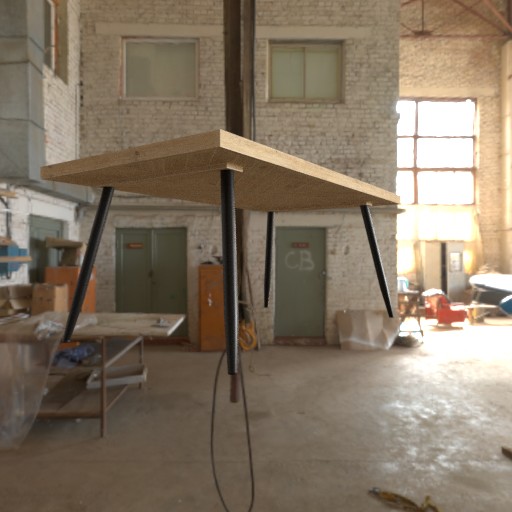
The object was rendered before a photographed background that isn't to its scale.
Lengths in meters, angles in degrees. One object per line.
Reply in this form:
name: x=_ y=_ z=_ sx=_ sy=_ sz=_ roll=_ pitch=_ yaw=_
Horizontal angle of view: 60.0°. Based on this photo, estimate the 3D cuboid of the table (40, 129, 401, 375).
table: x=0.000 y=0.000 z=2.353 sx=0.991 sy=0.762 sz=1.803 roll=0 pitch=0 yaw=35
